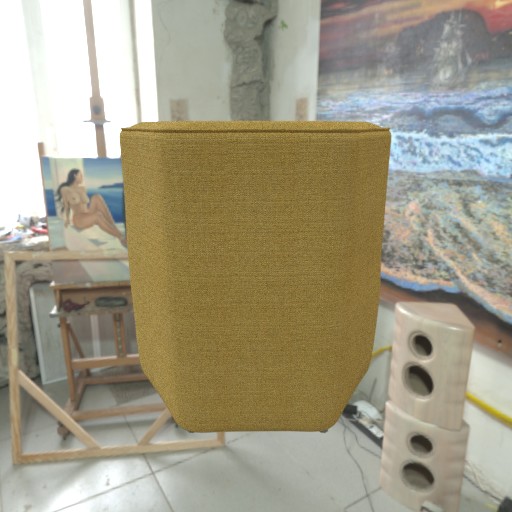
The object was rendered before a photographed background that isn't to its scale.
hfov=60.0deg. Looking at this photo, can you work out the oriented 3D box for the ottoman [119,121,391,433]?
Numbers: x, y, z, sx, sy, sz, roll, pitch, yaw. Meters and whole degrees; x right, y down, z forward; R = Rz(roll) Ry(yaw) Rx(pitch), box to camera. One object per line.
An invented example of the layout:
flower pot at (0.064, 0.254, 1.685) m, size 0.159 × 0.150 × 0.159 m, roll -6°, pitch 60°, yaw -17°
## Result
ottoman at (0.000, 0.000, 0.865) m, size 0.443 × 0.502 × 0.494 m, roll 9°, pitch 19°, yaw 28°
